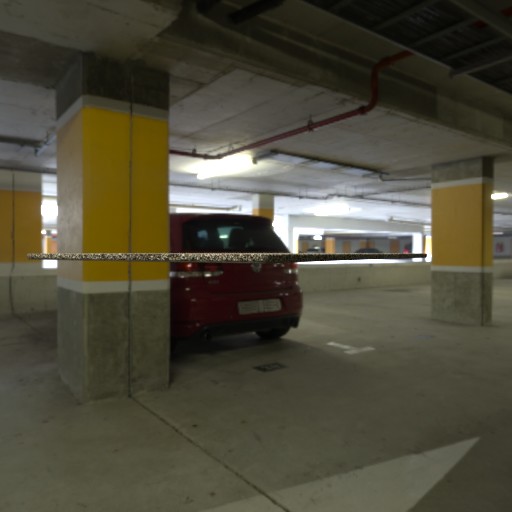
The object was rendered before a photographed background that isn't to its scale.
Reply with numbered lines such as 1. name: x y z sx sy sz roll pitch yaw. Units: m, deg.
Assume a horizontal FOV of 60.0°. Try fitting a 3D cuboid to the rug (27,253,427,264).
1. rug: 0.000 0.000 2.145 1.198 0.025 1.601 0 1 35
